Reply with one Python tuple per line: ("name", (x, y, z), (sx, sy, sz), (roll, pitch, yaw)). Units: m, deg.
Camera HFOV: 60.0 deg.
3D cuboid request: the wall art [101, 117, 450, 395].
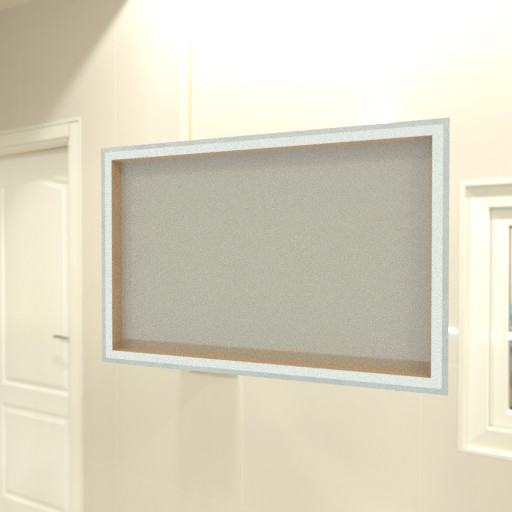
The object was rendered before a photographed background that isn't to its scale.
("wall art", (0.000, 0.000, 0.764), (0.609, 0.407, 0.038), (0, 1, 19))
